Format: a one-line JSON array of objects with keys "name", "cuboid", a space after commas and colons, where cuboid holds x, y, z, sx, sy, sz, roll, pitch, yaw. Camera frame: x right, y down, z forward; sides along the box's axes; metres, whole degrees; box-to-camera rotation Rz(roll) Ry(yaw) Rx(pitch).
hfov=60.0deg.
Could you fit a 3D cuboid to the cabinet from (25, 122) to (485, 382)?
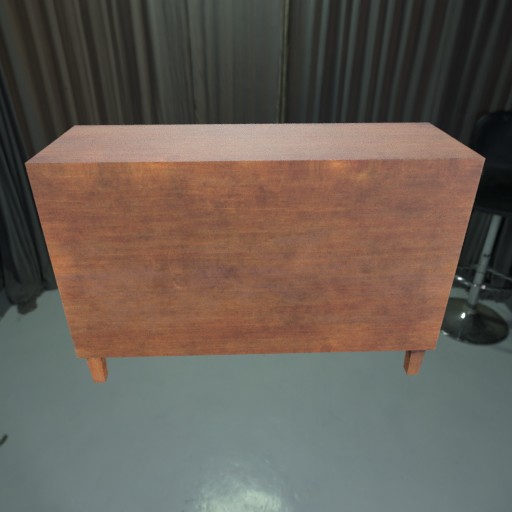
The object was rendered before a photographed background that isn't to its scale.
[{"name": "cabinet", "cuboid": [0.000, 0.000, 1.532, 1.204, 0.805, 0.403, -1, 30, -2]}]
